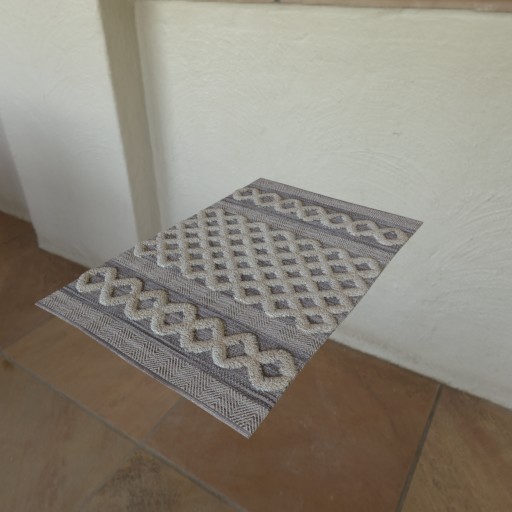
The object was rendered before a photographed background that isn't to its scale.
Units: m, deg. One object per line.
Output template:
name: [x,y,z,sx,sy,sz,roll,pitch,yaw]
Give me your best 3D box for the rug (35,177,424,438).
rug: [0.000,0.000,2.367,1.222,0.030,1.823,21,38,29]
